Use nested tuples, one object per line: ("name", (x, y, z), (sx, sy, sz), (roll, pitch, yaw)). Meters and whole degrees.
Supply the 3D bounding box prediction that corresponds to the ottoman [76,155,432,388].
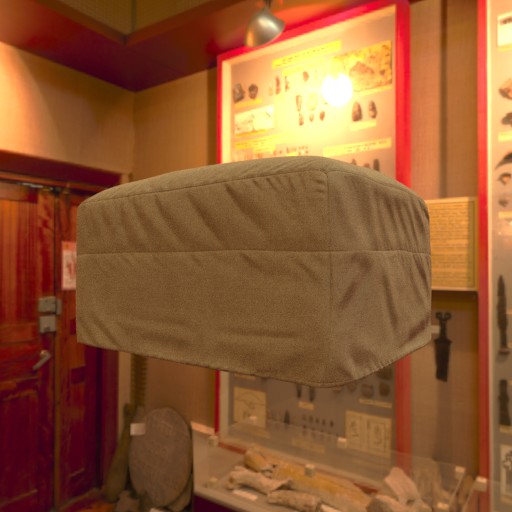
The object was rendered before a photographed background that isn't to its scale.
("ottoman", (0.000, 0.000, 1.266), (0.837, 0.481, 0.683), (0, -1, 36))
